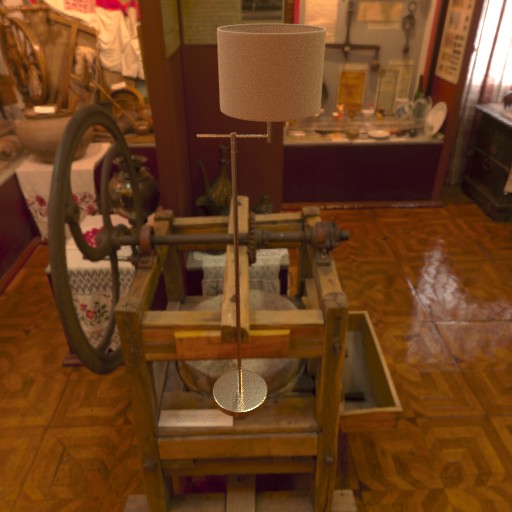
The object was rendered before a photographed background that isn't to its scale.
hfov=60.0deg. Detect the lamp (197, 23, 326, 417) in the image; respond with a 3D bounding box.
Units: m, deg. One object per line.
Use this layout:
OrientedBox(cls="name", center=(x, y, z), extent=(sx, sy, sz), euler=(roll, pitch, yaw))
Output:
OrientedBox(cls="lamp", center=(0.000, 0.000, 1.743), extent=(0.416, 1.600, 0.324), euler=(0, 32, 0))
